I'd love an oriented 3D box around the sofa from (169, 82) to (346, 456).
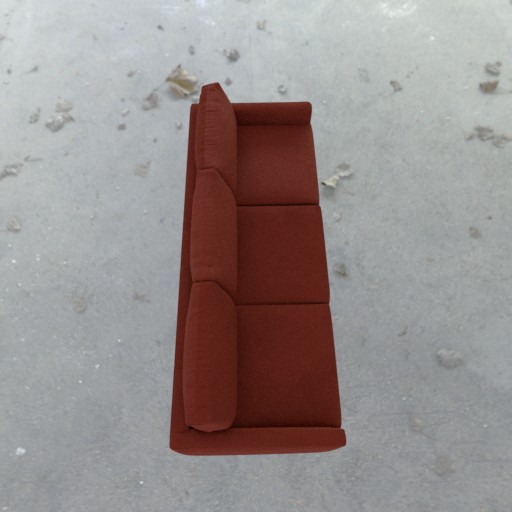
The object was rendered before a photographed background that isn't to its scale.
[{"bbox_3d":[0.000,0.000,2.760,0.875,0.879,2.252,-1,63,-1],"label":"sofa"}]
